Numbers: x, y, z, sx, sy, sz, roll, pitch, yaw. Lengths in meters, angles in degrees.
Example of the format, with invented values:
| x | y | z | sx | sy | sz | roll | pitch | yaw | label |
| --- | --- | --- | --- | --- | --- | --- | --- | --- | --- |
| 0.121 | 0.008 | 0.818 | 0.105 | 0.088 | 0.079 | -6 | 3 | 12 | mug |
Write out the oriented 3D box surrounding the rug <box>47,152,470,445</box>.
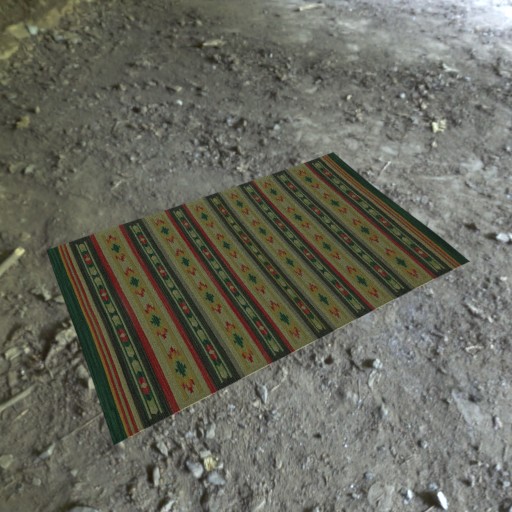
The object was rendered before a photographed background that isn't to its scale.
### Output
| x | y | z | sx | sy | sz | roll | pitch | yaw | label |
| --- | --- | --- | --- | --- | --- | --- | --- | --- | --- |
| 0.000 | 0.000 | 3.010 | 2.447 | 0.011 | 1.520 | -22 | 50 | -20 | rug |
